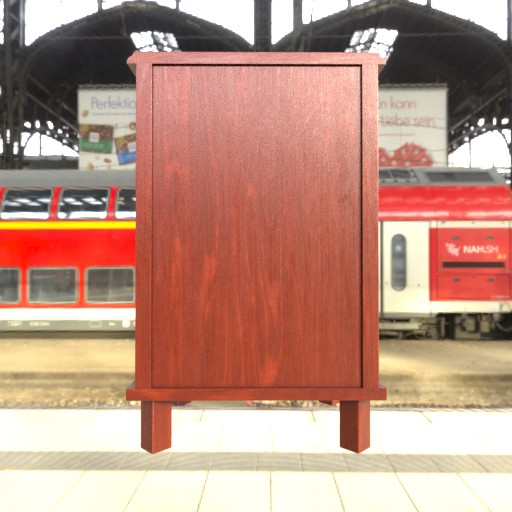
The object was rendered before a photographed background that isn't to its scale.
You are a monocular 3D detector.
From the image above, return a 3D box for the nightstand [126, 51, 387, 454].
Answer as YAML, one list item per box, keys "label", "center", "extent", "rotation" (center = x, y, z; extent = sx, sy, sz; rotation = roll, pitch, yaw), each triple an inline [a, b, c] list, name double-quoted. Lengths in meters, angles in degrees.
- label: "nightstand"
  center: [0.000, 0.000, 0.915]
  extent: [0.435, 0.681, 0.351]
  rotation: [0, -1, 0]
